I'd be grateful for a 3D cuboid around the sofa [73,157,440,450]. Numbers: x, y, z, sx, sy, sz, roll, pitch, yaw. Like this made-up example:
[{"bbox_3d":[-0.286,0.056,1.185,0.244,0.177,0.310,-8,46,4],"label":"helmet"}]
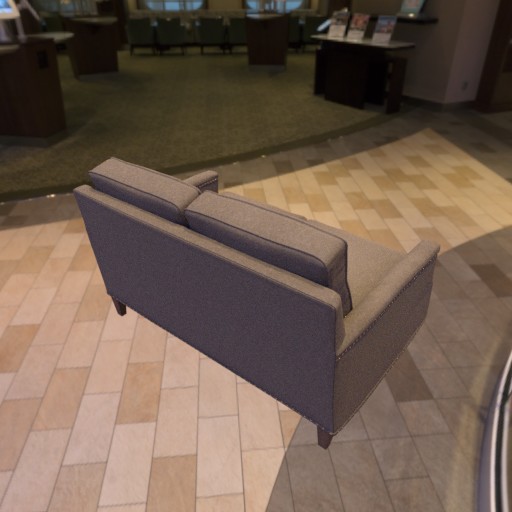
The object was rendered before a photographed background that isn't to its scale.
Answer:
[{"bbox_3d":[0.000,0.000,2.339,1.597,1.003,1.084,23,39,32],"label":"sofa"}]
